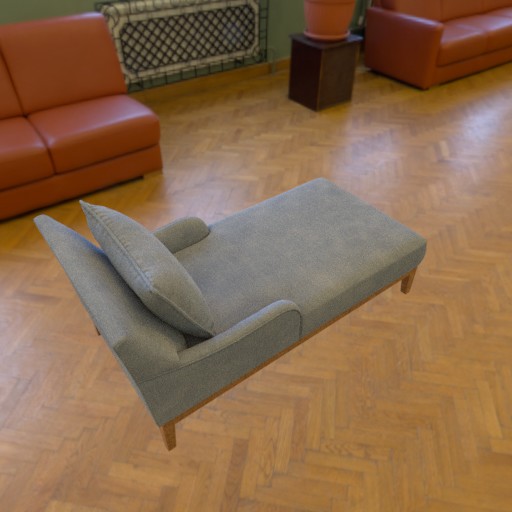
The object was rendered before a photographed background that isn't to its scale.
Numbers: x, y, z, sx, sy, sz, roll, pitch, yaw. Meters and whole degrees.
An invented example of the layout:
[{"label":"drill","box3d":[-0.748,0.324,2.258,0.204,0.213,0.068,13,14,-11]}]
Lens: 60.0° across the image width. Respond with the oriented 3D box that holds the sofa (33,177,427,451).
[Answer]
[{"label":"sofa","box3d":[0.000,0.000,2.311,1.779,0.883,0.904,-26,47,-27]}]
